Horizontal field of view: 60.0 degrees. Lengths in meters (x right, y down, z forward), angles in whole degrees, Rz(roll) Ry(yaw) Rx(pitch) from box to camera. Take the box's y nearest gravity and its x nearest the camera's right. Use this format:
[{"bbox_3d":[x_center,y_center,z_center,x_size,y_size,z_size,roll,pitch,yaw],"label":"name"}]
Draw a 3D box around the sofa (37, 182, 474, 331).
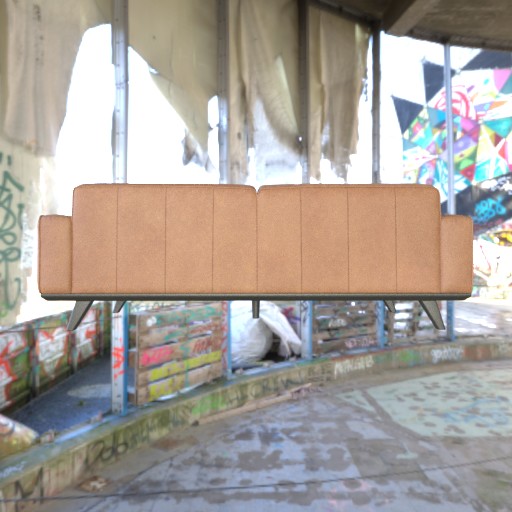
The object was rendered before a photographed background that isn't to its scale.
[{"bbox_3d":[0.000,0.000,2.711,2.270,0.780,0.953,0,-1,-1],"label":"sofa"}]
